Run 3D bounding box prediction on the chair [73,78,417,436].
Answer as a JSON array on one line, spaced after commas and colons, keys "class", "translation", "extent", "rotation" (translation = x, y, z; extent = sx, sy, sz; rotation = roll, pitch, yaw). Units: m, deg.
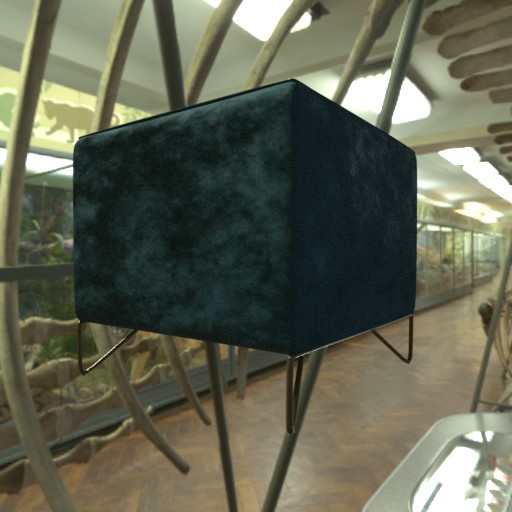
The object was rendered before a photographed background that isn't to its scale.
[{"class": "chair", "translation": [0.000, 0.000, 1.555], "extent": [0.880, 0.790, 0.894], "rotation": [0, 1, 36]}]
